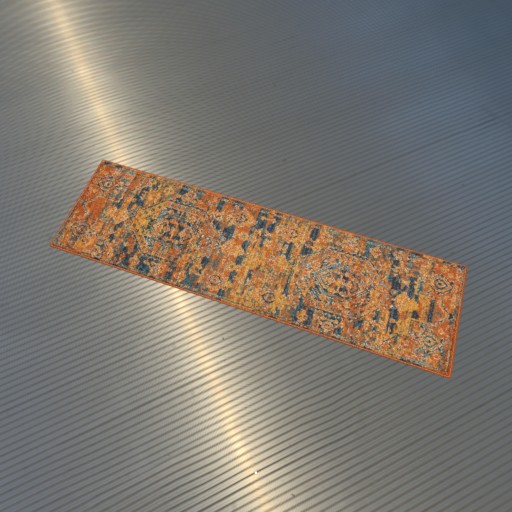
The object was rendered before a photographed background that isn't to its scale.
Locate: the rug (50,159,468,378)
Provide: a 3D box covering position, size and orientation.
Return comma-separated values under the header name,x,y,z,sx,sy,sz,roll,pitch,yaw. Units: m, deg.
name,x,y,z,sx,sy,sz,roll,pitch,yaw
rug,0.000,0.000,2.500,2.274,0.016,0.651,17,65,8
